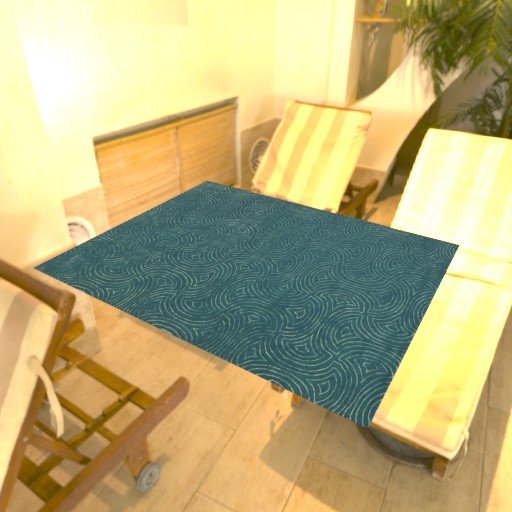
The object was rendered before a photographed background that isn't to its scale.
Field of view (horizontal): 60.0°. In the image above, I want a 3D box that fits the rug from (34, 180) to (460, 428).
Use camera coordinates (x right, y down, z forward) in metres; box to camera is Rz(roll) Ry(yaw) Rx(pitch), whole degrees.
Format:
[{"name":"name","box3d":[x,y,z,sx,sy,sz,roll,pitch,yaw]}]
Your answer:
[{"name":"rug","box3d":[0.000,0.000,4.024,3.033,0.012,2.432,18,36,28]}]
